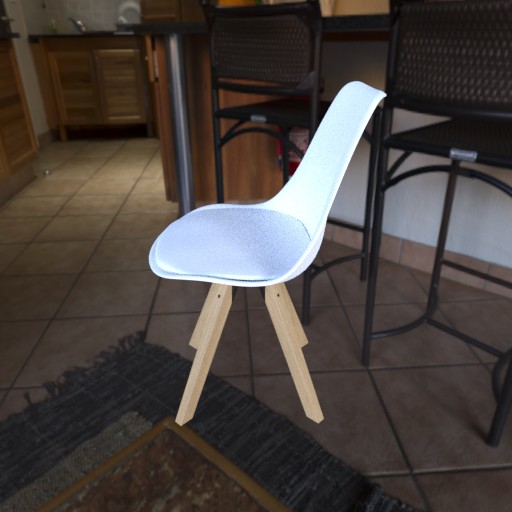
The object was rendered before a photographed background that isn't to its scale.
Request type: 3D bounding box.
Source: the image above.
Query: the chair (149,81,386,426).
[{"bbox_3d":[0.000,0.000,1.181,0.550,0.849,0.485,-1,27,-1],"label":"chair"}]
